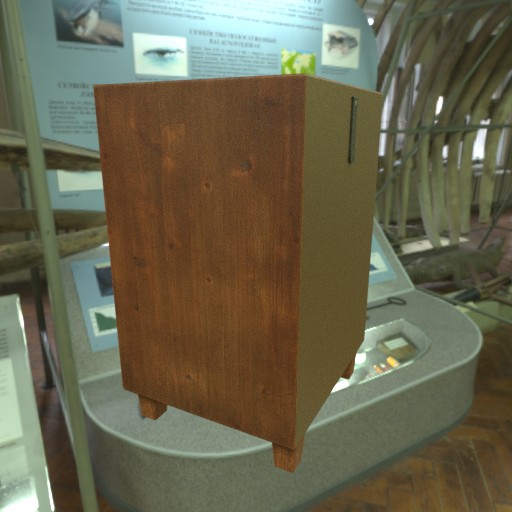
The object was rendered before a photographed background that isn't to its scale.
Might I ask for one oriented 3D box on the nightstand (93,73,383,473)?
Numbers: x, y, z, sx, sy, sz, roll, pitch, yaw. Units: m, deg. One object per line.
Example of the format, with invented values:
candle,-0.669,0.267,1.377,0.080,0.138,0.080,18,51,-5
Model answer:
nightstand,0.000,0.000,0.986,0.410,0.695,0.465,9,19,27
